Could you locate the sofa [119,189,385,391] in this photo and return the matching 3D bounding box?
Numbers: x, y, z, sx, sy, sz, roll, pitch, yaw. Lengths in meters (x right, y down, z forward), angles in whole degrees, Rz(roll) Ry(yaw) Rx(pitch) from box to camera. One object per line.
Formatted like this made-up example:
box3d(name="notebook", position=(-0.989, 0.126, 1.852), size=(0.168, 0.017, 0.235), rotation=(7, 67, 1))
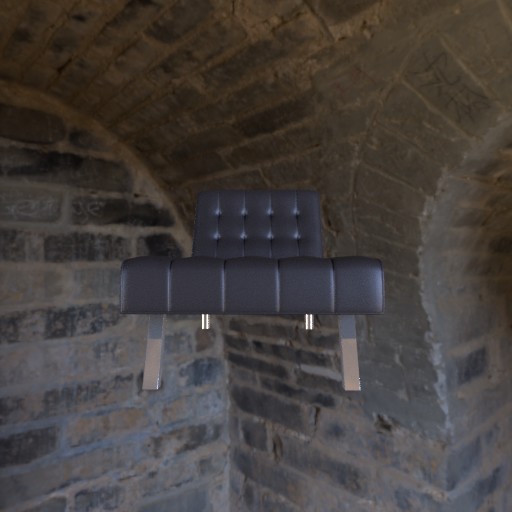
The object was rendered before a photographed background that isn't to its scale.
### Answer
box3d(name="sofa", position=(0.000, 0.000, 2.004), size=(0.760, 0.820, 1.560), rotation=(0, -1, 1))
